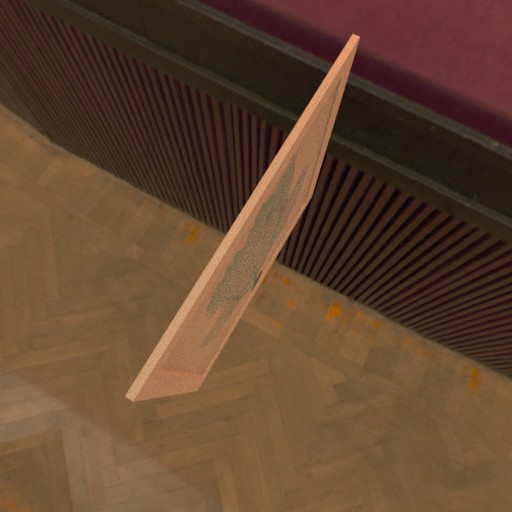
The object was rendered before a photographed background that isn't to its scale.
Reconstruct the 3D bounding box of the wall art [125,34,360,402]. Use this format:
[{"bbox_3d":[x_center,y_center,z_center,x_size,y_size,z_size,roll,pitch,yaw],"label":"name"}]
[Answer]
[{"bbox_3d":[0.000,0.000,0.857,0.013,0.584,0.584,29,76,8],"label":"wall art"}]
